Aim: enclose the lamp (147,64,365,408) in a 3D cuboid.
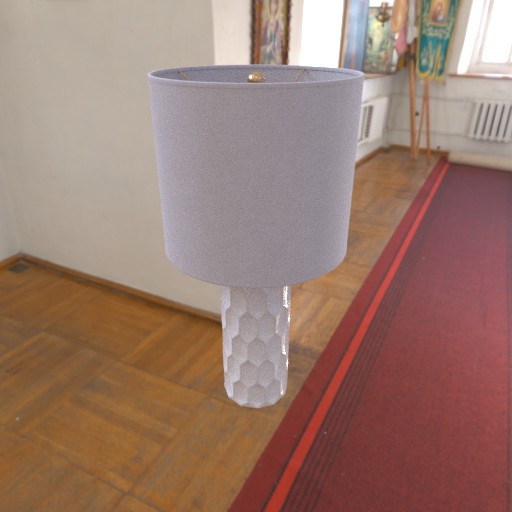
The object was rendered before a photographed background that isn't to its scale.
[{"bbox_3d":[0.000,0.000,0.697,0.277,0.537,0.277,-8,28,-16],"label":"lamp"}]
